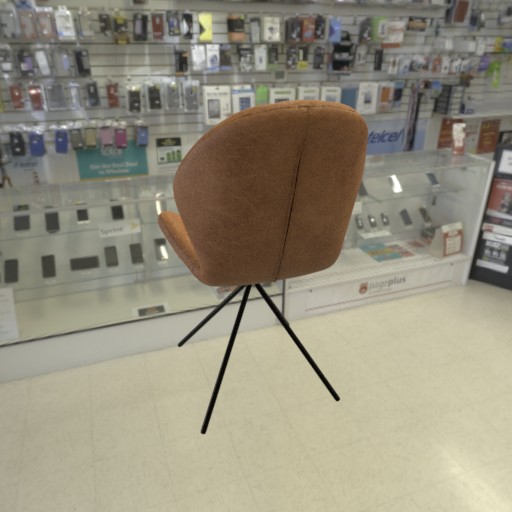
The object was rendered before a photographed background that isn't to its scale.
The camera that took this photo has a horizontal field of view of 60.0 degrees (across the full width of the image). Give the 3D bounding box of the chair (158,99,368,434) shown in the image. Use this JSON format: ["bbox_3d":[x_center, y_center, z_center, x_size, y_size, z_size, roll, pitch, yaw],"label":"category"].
[{"bbox_3d":[0.000,0.000,1.302,0.527,0.929,0.640,-8,27,-16],"label":"chair"}]
